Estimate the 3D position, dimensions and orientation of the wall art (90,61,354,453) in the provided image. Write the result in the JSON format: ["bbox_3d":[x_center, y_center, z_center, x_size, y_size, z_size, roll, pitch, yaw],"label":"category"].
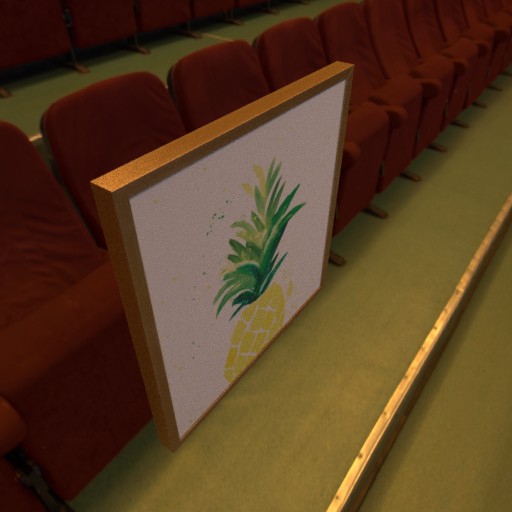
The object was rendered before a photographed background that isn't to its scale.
[{"bbox_3d":[0.000,0.000,0.752,0.033,0.509,0.510,25,45,27],"label":"wall art"}]
